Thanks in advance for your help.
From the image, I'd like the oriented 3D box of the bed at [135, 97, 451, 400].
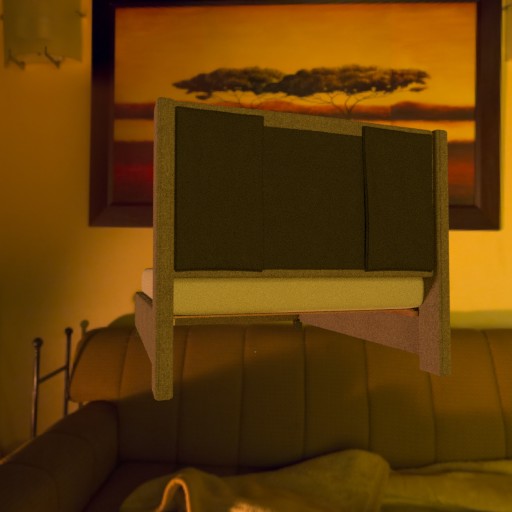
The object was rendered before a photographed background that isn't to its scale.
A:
[{"bbox_3d":[0.000,0.000,3.442,1.714,1.481,2.245,1,-2,-18],"label":"bed"}]
